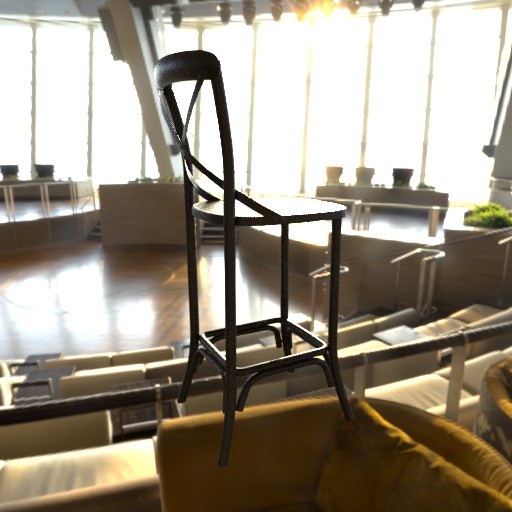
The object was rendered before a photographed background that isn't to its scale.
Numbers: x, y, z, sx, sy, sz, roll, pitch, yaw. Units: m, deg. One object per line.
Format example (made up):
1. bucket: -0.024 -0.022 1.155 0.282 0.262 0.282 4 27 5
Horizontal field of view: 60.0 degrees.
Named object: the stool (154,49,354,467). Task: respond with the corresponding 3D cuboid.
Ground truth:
1. stool: 0.000 0.000 1.464 0.584 1.168 0.457 -7 16 -27
